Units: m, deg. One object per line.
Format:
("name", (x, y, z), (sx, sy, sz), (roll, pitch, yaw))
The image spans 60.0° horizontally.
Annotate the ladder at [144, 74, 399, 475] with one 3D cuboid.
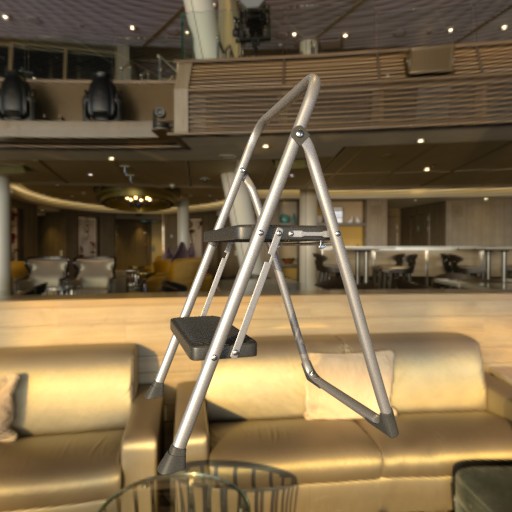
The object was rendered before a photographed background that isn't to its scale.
("ladder", (0.000, 0.000, 1.003), (0.472, 0.720, 0.430), (0, 1, -17))
